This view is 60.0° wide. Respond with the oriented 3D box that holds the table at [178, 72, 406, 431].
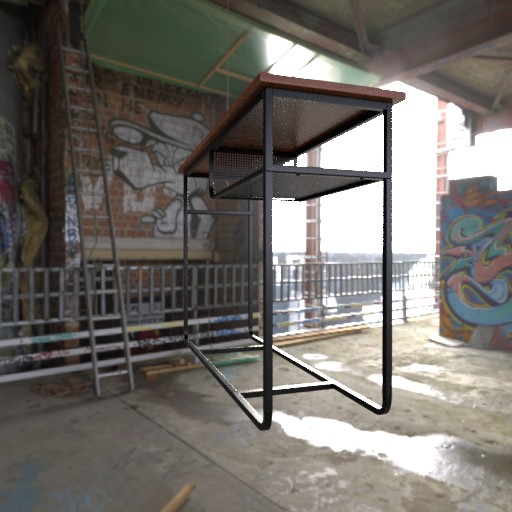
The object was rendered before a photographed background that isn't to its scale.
[{"bbox_3d":[0.000,0.000,1.471,0.350,0.750,1.100,0,0,-18],"label":"table"}]
